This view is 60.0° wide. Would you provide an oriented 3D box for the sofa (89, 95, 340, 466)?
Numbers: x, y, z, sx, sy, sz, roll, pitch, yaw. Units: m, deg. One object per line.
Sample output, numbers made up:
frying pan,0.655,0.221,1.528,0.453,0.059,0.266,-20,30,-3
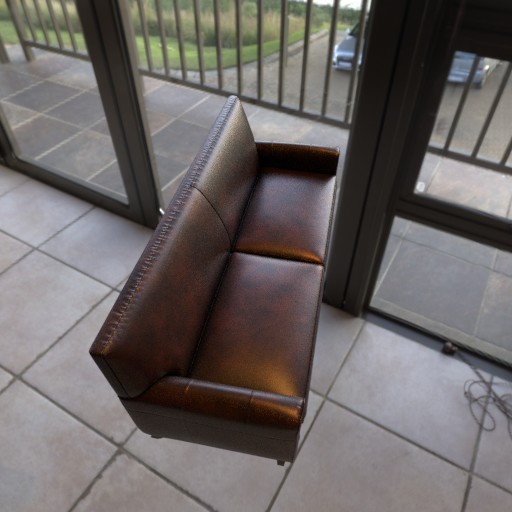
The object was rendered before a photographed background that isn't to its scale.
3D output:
sofa,0.000,0.000,2.469,0.786,0.871,1.995,9,46,8
